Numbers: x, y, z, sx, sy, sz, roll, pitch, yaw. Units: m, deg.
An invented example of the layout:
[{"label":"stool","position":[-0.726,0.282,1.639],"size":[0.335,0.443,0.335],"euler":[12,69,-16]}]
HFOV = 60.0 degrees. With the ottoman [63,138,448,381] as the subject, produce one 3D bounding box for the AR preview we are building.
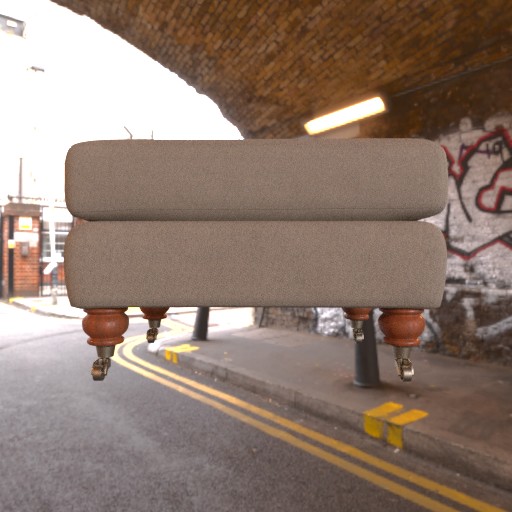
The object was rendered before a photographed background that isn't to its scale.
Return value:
[{"label":"ottoman","position":[0.000,0.000,1.124],"size":[0.773,0.504,0.569],"euler":[0,-1,1]}]
